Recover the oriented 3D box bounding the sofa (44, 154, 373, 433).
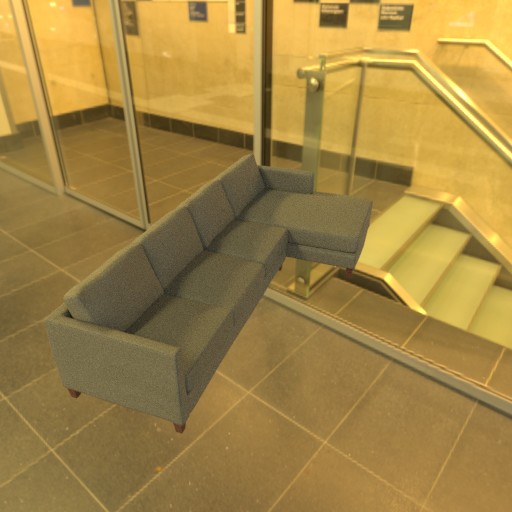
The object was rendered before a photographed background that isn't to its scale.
[{"bbox_3d":[0.000,0.000,3.873,1.625,0.861,3.186,11,32,17],"label":"sofa"}]
